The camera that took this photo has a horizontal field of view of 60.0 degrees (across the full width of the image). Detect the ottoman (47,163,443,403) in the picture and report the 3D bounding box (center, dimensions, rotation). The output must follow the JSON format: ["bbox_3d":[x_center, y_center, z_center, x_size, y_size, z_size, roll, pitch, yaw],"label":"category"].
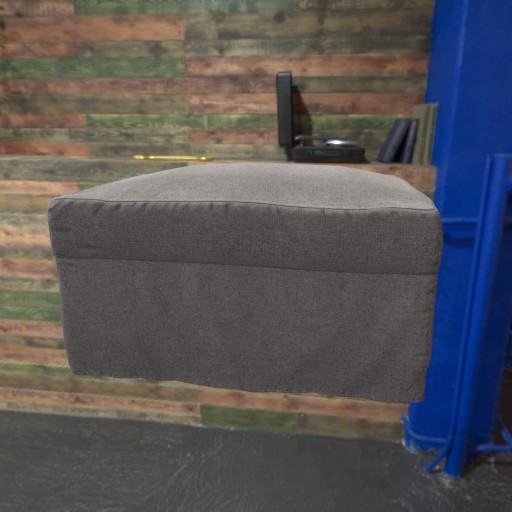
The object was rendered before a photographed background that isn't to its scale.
[{"bbox_3d":[0.000,0.000,1.239,0.833,0.492,0.652,2,16,8],"label":"ottoman"}]
